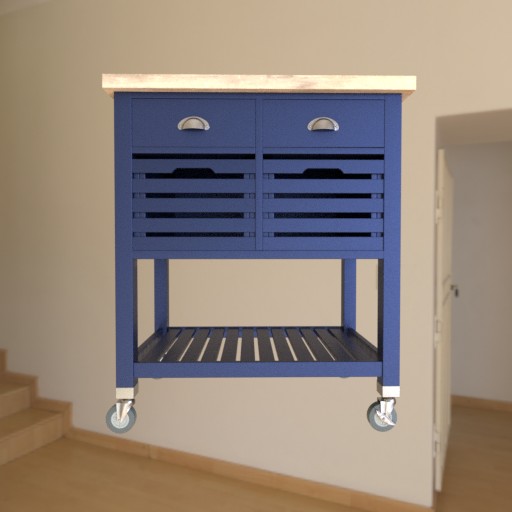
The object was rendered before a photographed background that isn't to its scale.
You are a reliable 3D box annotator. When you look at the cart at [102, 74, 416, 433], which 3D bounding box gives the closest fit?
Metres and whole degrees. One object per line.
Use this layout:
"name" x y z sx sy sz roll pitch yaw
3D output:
"cart" 0.000 0.000 1.402 0.797 0.920 0.567 0 1 -1
